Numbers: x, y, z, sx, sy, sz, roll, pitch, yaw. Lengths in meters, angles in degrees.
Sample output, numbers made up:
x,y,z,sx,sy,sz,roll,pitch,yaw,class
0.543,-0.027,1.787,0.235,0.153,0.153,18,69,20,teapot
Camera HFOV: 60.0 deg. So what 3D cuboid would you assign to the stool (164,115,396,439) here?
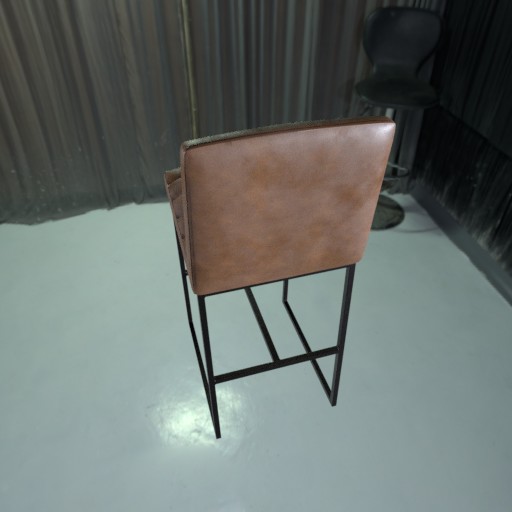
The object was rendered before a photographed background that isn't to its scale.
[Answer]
x,y,z,sx,sy,sz,roll,pitch,yaw,class
0.000,0.000,1.382,0.463,1.065,0.562,-11,41,-13,stool
